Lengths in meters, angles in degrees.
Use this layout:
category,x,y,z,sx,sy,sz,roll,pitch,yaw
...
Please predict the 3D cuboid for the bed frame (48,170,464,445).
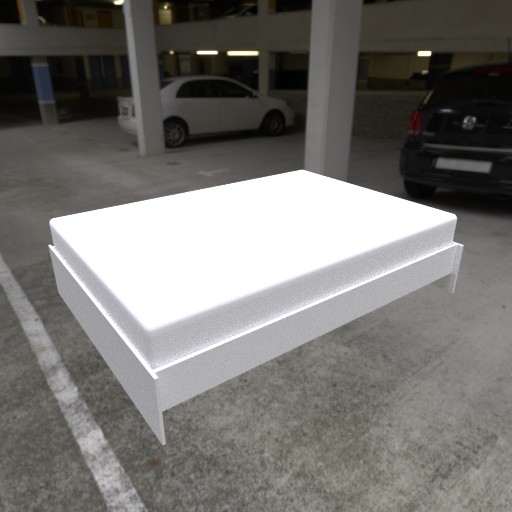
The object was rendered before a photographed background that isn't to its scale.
category,x,y,z,sx,sy,sz,roll,pitch,yaw
bed frame,0.000,0.000,2.614,1.945,0.497,1.445,-17,30,-33
